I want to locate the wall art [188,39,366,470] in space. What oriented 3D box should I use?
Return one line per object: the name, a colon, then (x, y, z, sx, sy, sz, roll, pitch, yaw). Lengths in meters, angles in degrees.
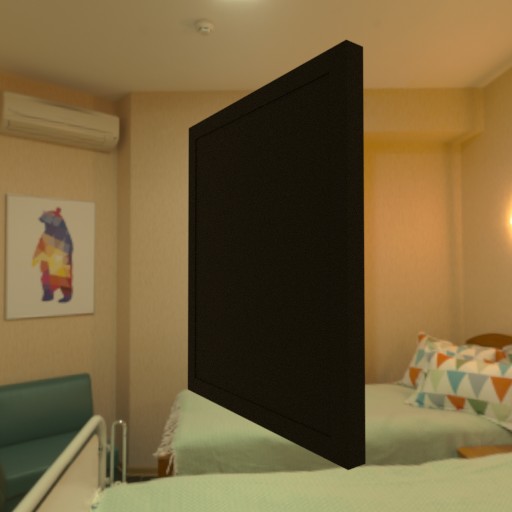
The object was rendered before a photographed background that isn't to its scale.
wall art: (0.000, 0.000, 0.770, 0.033, 0.559, 0.457, 1, -2, -35)
